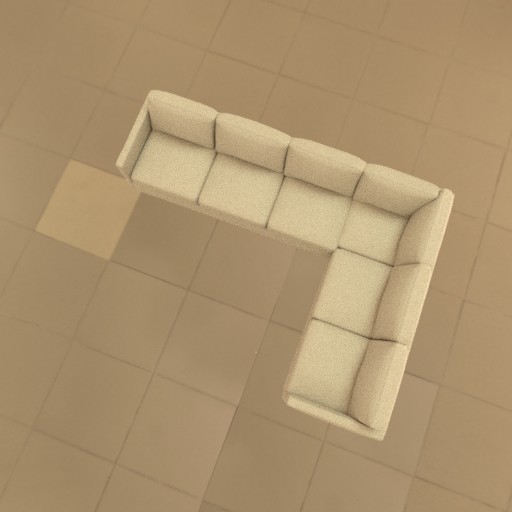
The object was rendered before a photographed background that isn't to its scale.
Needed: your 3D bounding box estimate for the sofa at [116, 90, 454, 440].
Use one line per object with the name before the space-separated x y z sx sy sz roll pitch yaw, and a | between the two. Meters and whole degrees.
sofa | 0.000 0.000 4.508 3.333 0.934 2.522 20 78 4
